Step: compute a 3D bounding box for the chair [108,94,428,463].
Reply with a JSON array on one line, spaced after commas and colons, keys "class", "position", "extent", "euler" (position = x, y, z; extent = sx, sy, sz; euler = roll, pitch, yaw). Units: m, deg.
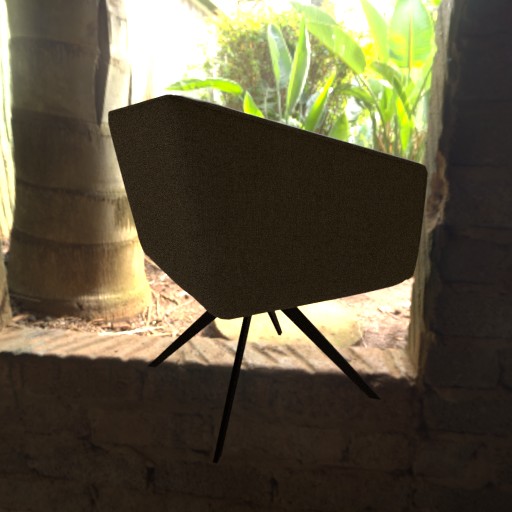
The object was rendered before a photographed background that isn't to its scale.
[{"class": "chair", "position": [0.000, 0.000, 1.204], "extent": [0.623, 0.760, 0.628], "euler": [-8, 17, -26]}]
